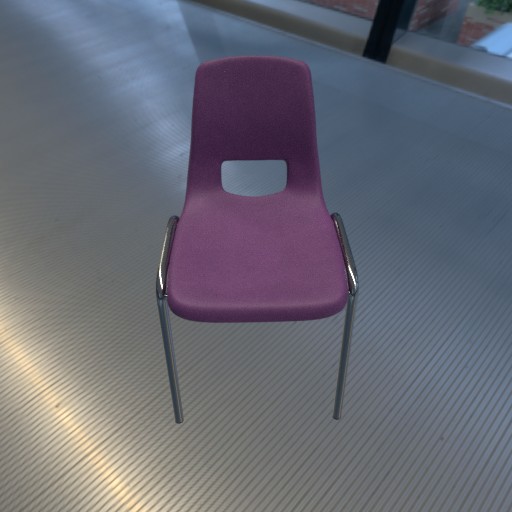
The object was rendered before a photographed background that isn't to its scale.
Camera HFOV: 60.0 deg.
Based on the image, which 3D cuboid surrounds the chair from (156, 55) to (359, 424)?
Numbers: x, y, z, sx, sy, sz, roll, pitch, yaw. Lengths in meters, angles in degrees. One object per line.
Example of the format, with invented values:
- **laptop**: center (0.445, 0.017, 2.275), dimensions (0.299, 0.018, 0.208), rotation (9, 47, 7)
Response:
- **chair**: center (0.000, 0.000, 0.924), dimensions (0.381, 0.654, 0.432), rotation (-1, 47, -1)
